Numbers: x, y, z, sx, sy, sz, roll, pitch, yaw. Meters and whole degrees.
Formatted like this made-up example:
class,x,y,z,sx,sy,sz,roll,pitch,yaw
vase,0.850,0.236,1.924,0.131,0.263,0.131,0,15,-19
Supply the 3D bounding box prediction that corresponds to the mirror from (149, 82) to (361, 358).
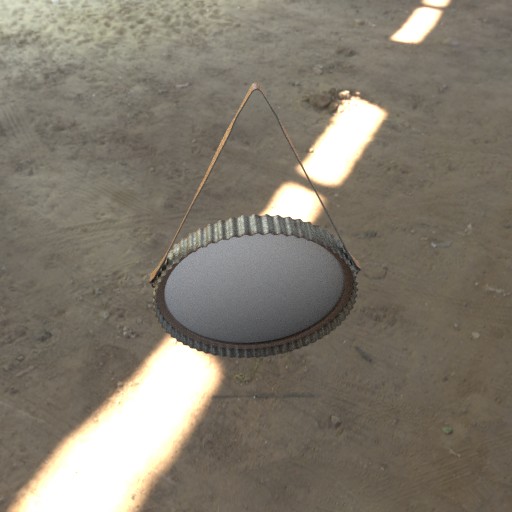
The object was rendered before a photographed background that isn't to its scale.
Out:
class,x,y,z,sx,sy,sz,roll,pitch,yaw
mirror,0.000,0.000,0.708,0.355,0.568,0.042,-4,47,-3
